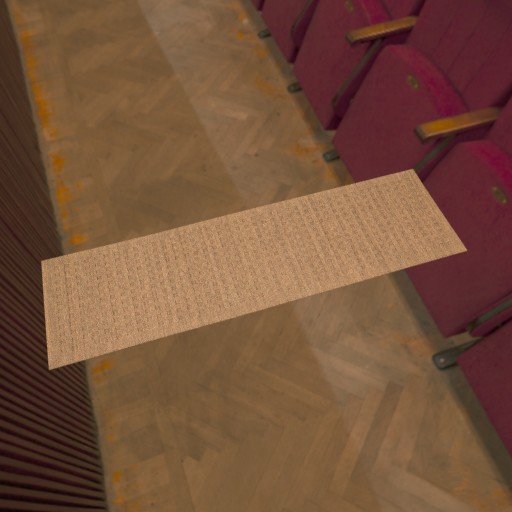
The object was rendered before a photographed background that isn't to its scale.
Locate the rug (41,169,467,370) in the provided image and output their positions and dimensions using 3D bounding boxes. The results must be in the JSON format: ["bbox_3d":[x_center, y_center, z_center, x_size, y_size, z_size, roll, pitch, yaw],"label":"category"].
[{"bbox_3d":[0.000,0.000,2.634,2.437,0.005,0.688,-15,59,-9],"label":"rug"}]
